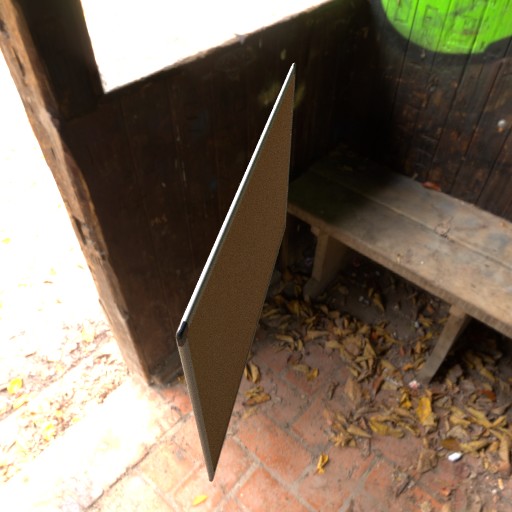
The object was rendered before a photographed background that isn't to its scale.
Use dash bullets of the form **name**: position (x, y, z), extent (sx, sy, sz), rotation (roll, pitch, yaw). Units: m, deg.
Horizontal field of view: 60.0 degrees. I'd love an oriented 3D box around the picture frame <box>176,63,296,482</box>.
- **picture frame**: position (0.000, 0.000, 1.110), extent (0.010, 0.600, 0.900), rotation (10, 47, 9)
